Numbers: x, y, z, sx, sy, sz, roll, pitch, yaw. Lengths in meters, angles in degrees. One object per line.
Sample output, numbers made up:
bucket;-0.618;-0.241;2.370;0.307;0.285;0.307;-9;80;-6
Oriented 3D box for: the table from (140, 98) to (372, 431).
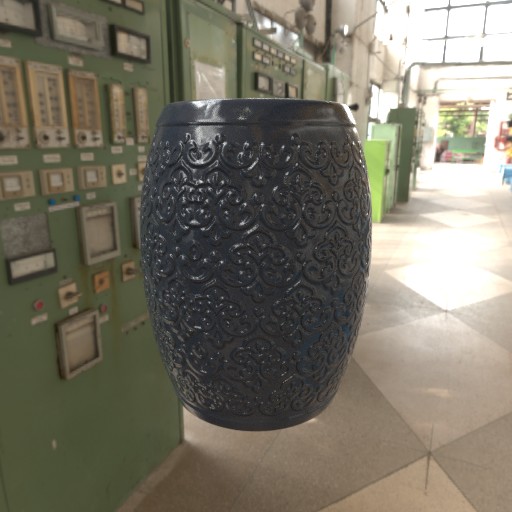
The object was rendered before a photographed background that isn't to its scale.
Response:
table;0.000;0.000;0.615;0.309;0.397;0.309;0;15;0
